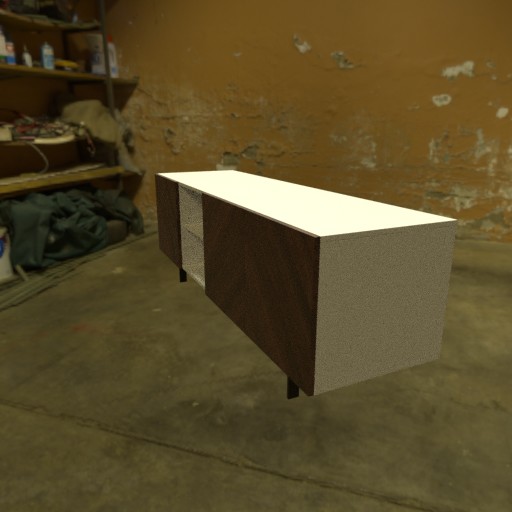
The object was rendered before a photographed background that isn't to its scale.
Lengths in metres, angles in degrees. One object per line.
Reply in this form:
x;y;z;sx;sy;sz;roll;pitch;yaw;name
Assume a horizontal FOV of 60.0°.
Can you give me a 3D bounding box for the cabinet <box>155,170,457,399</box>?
0.000;0.000;1.770;0.431;0.533;1.499;-8;18;-24;cabinet
